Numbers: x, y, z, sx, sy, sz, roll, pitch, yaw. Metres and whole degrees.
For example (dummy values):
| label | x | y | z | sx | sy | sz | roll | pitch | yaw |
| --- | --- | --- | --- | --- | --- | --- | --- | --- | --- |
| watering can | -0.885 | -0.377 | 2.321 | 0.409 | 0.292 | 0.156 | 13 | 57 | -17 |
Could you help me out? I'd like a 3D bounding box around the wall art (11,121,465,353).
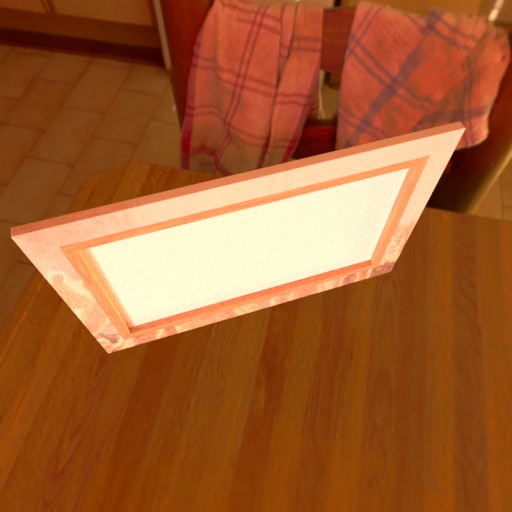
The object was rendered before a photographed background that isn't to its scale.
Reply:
| label | x | y | z | sx | sy | sz | roll | pitch | yaw |
| --- | --- | --- | --- | --- | --- | --- | --- | --- | --- |
| wall art | 0.000 | 0.000 | 1.865 | 1.525 | 1.012 | 0.038 | -15 | 60 | -9 |
